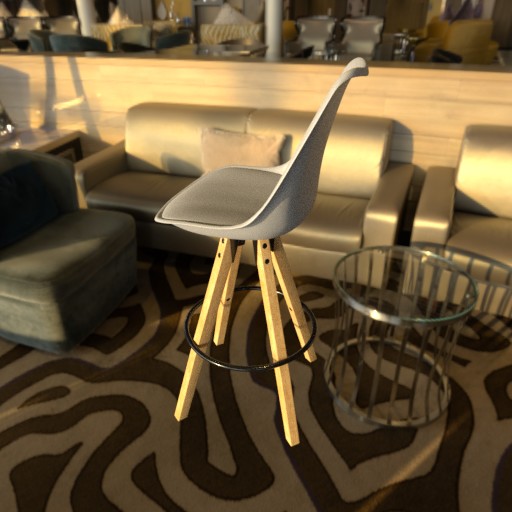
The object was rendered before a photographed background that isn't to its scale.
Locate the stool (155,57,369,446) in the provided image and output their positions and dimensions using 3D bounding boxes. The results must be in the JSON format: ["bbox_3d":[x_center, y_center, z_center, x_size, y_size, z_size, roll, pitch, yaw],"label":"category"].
[{"bbox_3d":[0.000,0.000,1.369,0.550,1.115,0.485,7,30,13],"label":"stool"}]
